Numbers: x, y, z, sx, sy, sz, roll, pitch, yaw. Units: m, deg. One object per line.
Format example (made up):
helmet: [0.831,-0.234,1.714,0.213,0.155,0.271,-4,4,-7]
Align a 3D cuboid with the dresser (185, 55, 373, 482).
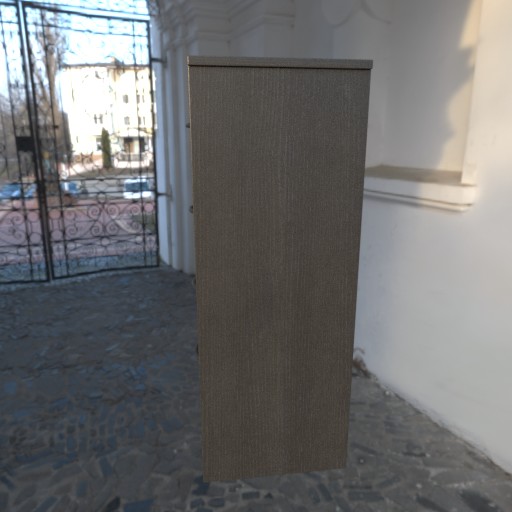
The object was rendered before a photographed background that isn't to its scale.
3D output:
dresser: [0.000,0.000,1.365,0.398,1.020,0.700,-2,15,-8]
